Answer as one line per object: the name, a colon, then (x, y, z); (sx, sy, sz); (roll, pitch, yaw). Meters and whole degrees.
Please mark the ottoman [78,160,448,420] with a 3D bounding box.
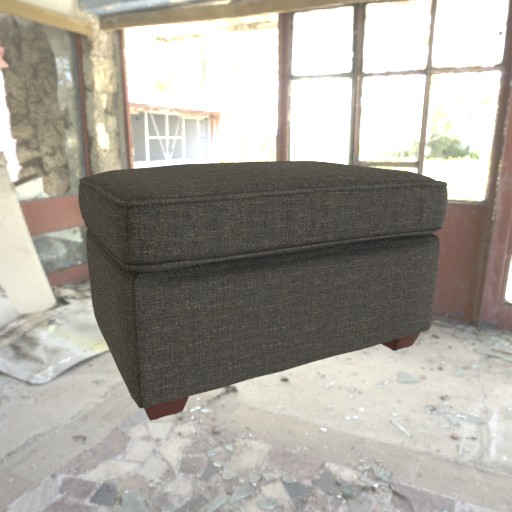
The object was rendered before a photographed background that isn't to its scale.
ottoman: (0.000, 0.000, 1.089); (0.749, 0.450, 0.549); (-7, 16, -27)
